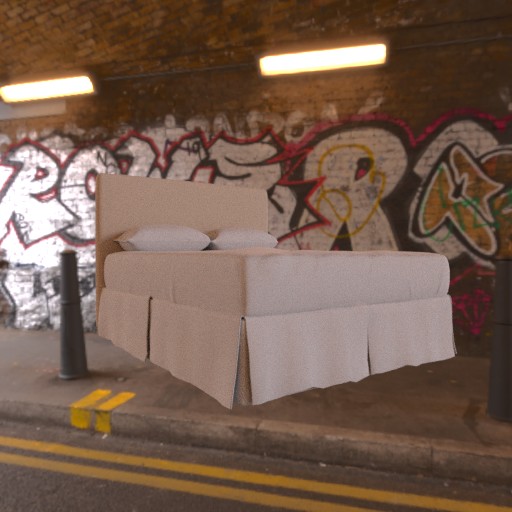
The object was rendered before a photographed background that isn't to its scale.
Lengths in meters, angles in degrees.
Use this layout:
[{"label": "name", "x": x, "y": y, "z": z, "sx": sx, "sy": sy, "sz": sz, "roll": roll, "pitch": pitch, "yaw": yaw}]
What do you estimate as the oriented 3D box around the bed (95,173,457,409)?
[{"label": "bed", "x": 0.000, "y": 0.000, "z": 3.202, "sx": 1.748, "sy": 1.330, "sz": 2.142, "roll": 0, "pitch": 1, "yaw": -36}]
